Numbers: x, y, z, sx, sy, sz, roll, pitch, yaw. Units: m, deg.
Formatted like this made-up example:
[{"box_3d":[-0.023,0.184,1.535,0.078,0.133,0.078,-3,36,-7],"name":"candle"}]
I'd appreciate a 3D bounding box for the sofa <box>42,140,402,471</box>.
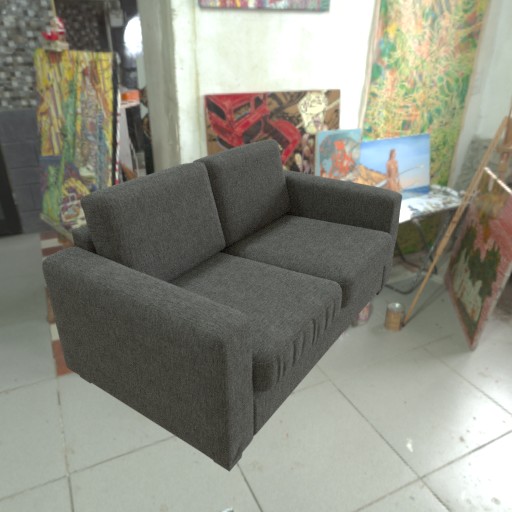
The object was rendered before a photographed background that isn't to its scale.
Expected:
[{"box_3d":[0.000,0.000,2.007,0.900,0.800,1.520,17,31,31],"name":"sofa"}]
